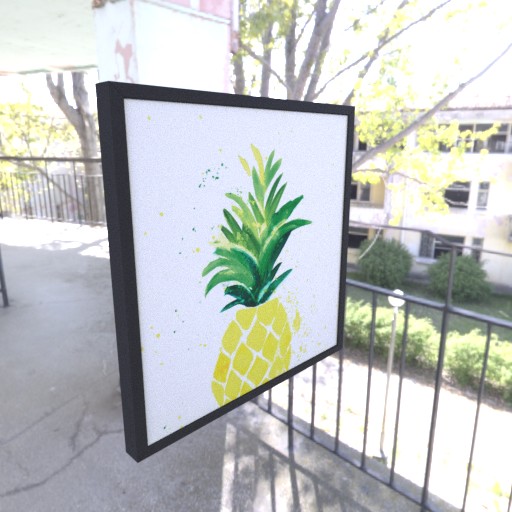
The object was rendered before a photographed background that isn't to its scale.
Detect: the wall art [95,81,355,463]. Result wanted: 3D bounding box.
[{"bbox_3d":[0.000,0.000,0.750,0.033,0.507,0.508,14,20,43],"label":"wall art"}]
